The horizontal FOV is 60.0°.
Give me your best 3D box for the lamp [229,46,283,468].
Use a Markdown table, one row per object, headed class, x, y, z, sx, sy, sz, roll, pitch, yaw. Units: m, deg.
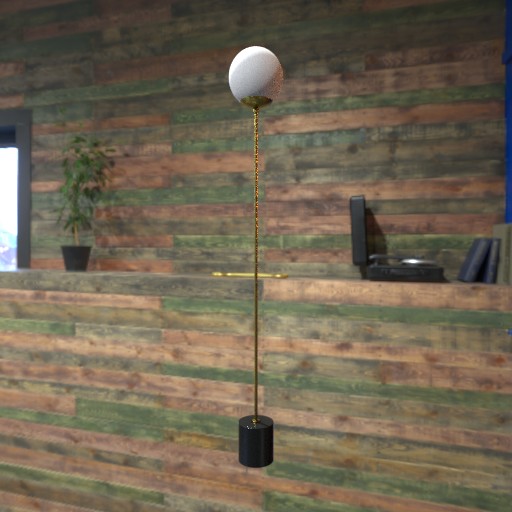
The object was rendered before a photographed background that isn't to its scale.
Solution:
| class | x | y | z | sx | sy | sz | roll | pitch | yaw |
| --- | --- | --- | --- | --- | --- | --- | --- | --- | --- |
| lamp | 0.000 | 0.000 | 1.888 | 0.229 | 1.748 | 0.229 | 0 | 1 | 18 |
